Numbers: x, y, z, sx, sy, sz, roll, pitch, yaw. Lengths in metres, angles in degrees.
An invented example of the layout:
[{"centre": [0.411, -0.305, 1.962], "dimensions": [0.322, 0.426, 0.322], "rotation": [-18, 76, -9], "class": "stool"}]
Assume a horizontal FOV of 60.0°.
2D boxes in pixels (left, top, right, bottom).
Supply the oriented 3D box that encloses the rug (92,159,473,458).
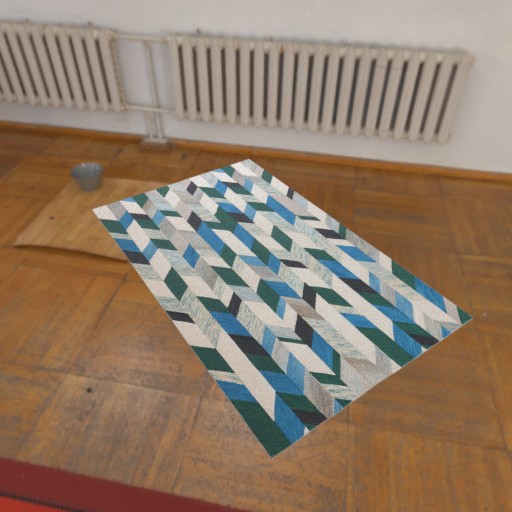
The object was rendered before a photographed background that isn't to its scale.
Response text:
[{"centre": [0.000, 0.000, 3.086], "dimensions": [1.507, 0.007, 2.433], "rotation": [-24, 45, -26], "class": "rug"}]
